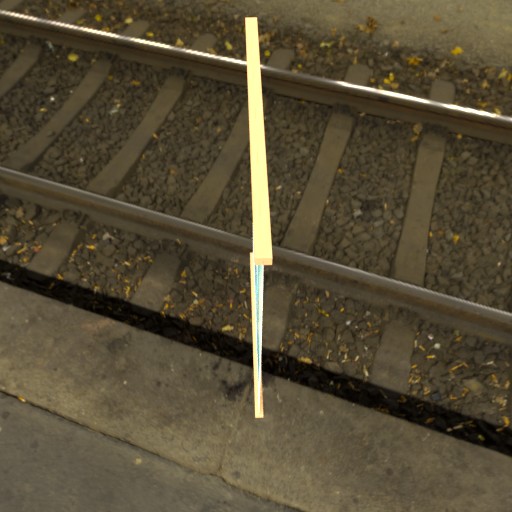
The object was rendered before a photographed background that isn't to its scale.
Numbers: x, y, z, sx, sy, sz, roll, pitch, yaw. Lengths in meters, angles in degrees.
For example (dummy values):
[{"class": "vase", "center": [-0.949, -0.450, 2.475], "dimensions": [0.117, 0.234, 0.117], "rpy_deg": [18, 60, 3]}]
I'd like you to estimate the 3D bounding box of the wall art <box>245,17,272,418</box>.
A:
[{"class": "wall art", "center": [0.000, 0.000, 1.284], "dimensions": [0.027, 1.020, 0.669], "rpy_deg": [-2, 57, -1]}]
